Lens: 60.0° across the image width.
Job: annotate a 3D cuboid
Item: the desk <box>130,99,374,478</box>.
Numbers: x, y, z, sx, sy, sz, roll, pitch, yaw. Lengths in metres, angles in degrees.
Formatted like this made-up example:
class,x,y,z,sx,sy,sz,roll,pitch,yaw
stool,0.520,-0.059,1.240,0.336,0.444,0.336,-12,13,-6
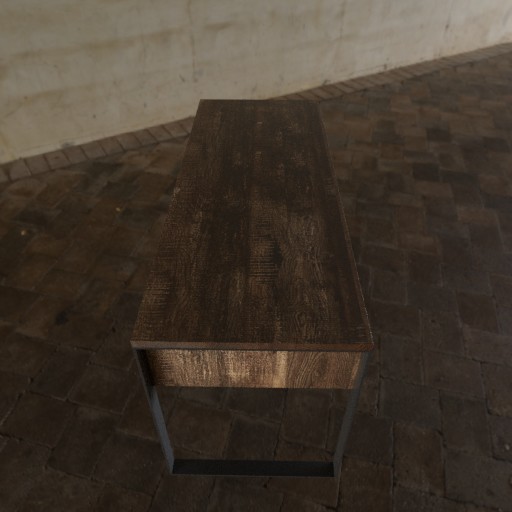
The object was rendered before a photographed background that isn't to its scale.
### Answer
class,x,y,z,sx,sy,sz,roll,pitch,yaw
desk,0.000,0.000,1.906,0.599,0.762,1.524,1,41,1
